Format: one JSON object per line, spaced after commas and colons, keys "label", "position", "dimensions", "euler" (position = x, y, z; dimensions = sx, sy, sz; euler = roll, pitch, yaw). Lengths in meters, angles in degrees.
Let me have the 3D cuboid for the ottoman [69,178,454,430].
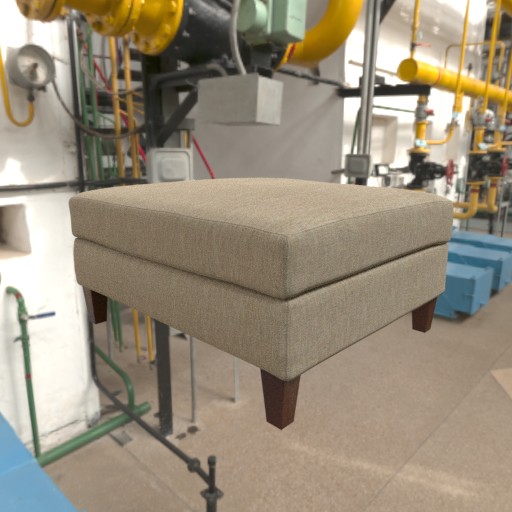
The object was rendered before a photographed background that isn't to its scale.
{"label": "ottoman", "position": [0.000, 0.000, 1.472], "dimensions": [0.976, 0.492, 0.836], "euler": [13, 19, 43]}
